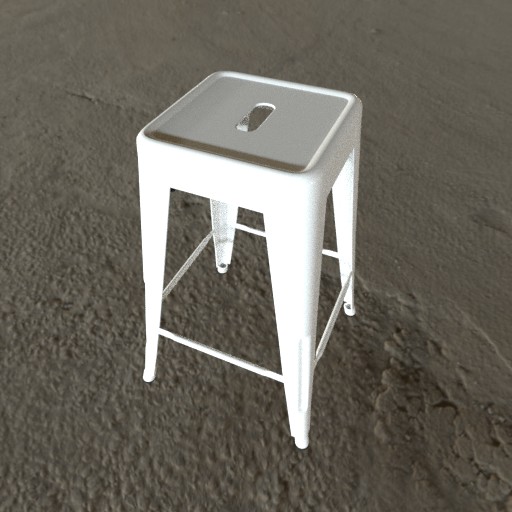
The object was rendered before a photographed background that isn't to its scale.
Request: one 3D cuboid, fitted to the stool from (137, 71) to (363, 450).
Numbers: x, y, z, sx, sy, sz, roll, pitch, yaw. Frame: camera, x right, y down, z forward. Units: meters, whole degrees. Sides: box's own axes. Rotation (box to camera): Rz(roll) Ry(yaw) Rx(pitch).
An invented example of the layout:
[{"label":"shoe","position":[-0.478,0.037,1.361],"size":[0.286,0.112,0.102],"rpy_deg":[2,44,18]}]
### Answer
[{"label":"stool","position":[0.000,0.000,0.890],"size":[0.406,0.610,0.406],"rpy_deg":[17,47,17]}]
